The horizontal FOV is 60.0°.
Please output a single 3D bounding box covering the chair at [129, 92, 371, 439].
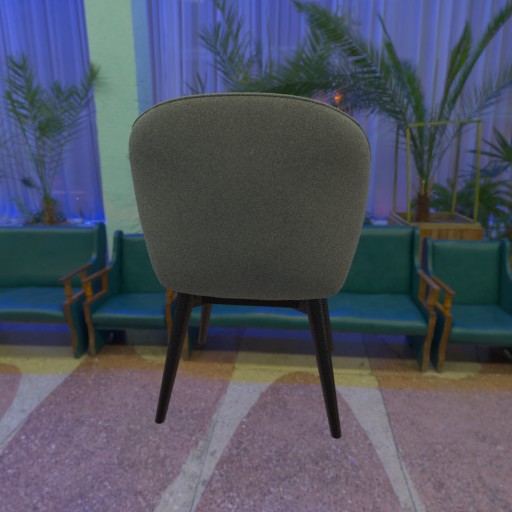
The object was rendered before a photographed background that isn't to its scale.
[{"bbox_3d":[0.000,0.000,1.234,0.589,0.810,0.611,2,16,7],"label":"chair"}]
